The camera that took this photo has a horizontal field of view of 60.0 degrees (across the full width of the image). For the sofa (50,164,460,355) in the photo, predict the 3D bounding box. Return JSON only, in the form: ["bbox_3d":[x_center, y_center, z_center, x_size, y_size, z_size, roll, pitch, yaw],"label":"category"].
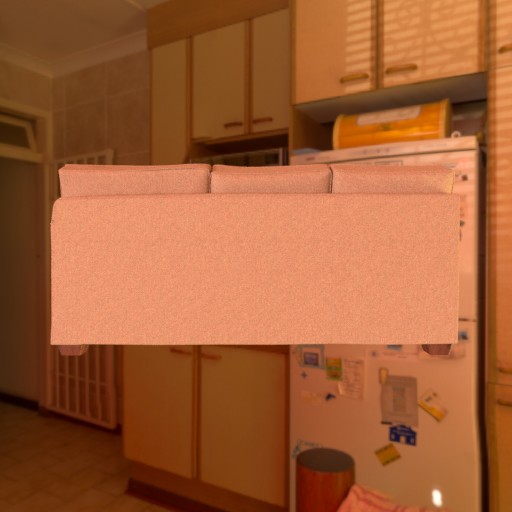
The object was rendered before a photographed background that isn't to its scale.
[{"bbox_3d":[0.000,0.000,2.593,1.963,0.946,1.034,0,1,0],"label":"sofa"}]
